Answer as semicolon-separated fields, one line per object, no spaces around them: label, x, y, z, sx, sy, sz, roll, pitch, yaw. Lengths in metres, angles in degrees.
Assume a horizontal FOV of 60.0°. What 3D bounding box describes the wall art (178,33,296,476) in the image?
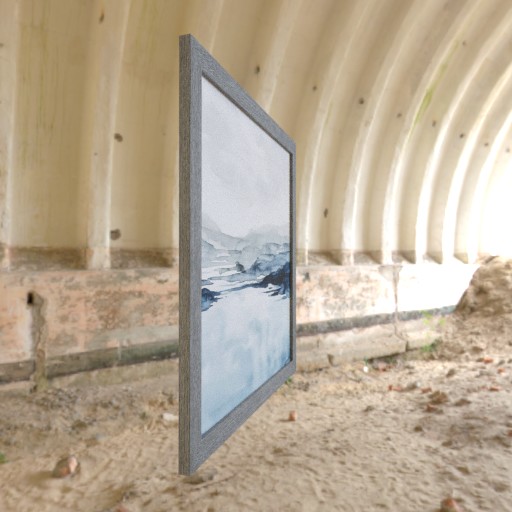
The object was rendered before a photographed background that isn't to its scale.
wall art;0.000;0.000;1.012;0.020;0.685;0.685;0;-1;19
